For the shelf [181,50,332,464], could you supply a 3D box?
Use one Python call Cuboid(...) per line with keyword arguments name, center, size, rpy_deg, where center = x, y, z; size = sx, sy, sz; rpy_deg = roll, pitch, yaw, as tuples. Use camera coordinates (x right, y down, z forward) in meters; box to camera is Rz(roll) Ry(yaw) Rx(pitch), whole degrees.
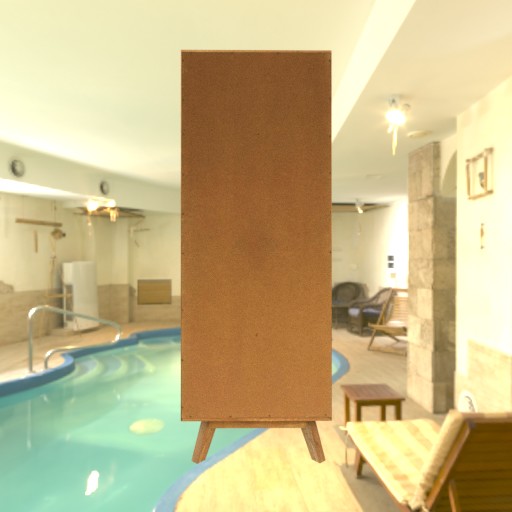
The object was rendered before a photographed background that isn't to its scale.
Cuboid(name="shelf", center=(0.000, 0.000, 1.565), size=(0.491, 1.342, 0.267), rpy_deg=(0, 0, -1))
